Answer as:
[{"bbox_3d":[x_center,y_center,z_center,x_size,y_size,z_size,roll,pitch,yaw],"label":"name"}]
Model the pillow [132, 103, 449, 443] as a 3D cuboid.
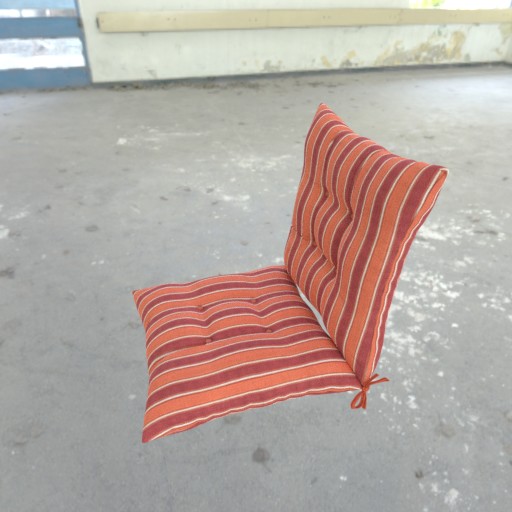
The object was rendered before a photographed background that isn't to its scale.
[{"bbox_3d":[0.000,0.000,0.990,0.585,0.536,0.541,-8,32,-14],"label":"pillow"}]
